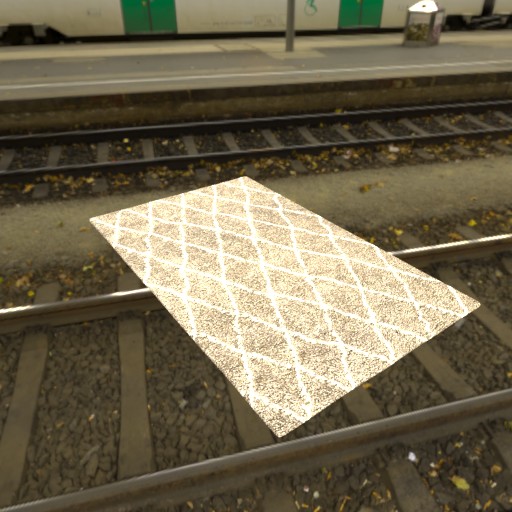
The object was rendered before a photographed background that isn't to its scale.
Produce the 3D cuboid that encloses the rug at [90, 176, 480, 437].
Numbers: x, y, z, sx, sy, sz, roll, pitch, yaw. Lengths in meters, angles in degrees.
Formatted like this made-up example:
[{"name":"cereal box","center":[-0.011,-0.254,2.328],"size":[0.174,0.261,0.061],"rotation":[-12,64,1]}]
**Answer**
[{"name":"rug","center":[0.000,0.000,3.073],"size":[1.524,0.030,2.438],"rotation":[-21,38,-30]}]
